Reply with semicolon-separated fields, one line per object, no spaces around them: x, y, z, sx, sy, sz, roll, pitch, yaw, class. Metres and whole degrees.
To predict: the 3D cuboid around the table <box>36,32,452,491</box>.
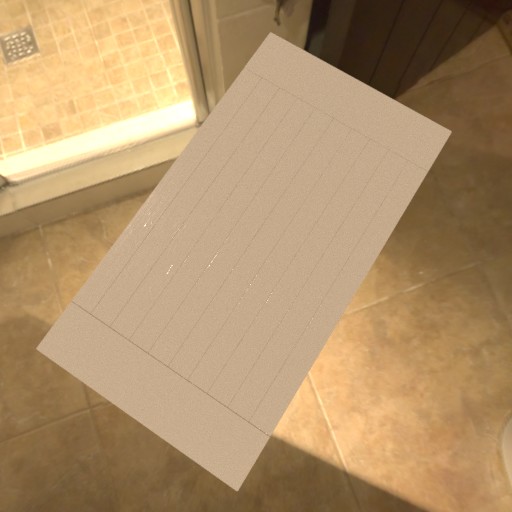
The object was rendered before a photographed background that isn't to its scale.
0.000;0.000;1.379;0.600;0.495;1.062;32;79;7;table
